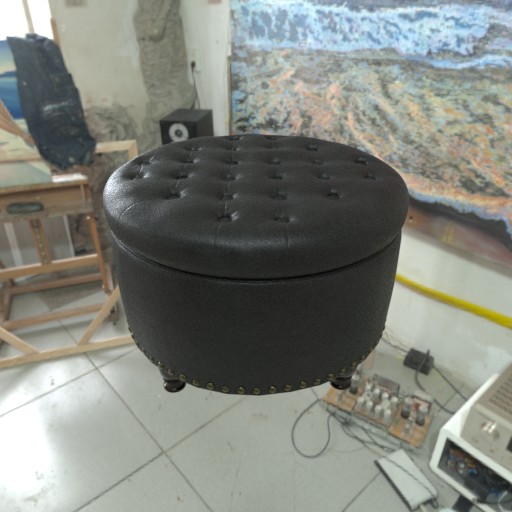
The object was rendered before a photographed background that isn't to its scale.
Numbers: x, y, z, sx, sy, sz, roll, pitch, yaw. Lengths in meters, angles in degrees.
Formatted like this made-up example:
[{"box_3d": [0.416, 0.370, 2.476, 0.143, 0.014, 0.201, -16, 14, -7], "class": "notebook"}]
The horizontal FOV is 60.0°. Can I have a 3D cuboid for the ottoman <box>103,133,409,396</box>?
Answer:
[{"box_3d": [0.000, 0.000, 1.051, 0.637, 0.442, 0.637, 0, 30, 0], "class": "ottoman"}]
